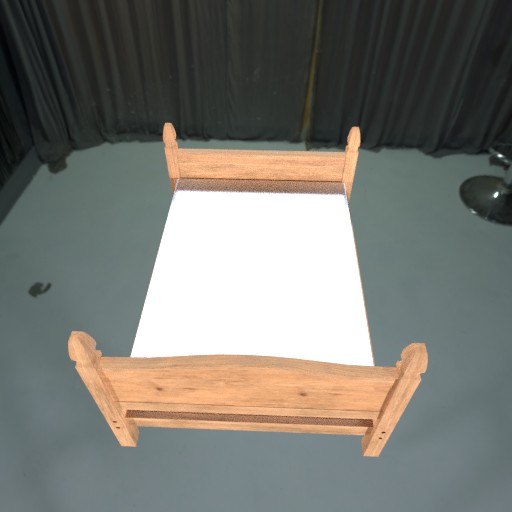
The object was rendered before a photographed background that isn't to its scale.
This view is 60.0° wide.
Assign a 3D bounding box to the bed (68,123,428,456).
[{"bbox_3d":[0.000,0.000,2.867,1.490,1.100,2.069,2,47,2],"label":"bed"}]
